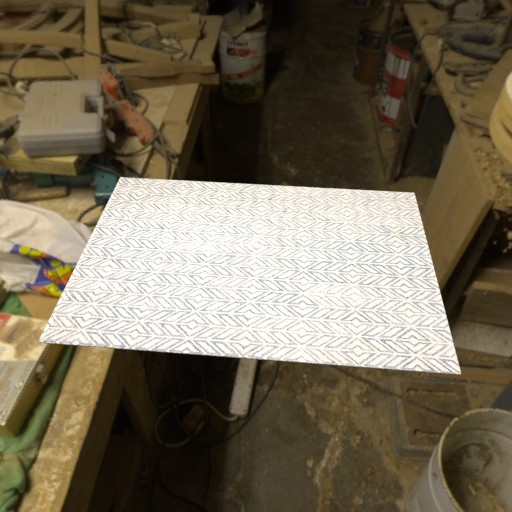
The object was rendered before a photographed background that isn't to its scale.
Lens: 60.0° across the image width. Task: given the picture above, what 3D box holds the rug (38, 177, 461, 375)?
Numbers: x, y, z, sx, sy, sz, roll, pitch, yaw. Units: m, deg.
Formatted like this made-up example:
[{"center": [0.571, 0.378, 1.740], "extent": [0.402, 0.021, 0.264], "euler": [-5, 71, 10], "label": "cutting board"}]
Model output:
[{"center": [0.000, 0.000, 2.323], "extent": [1.824, 0.008, 1.220], "euler": [4, 46, 3], "label": "rug"}]
